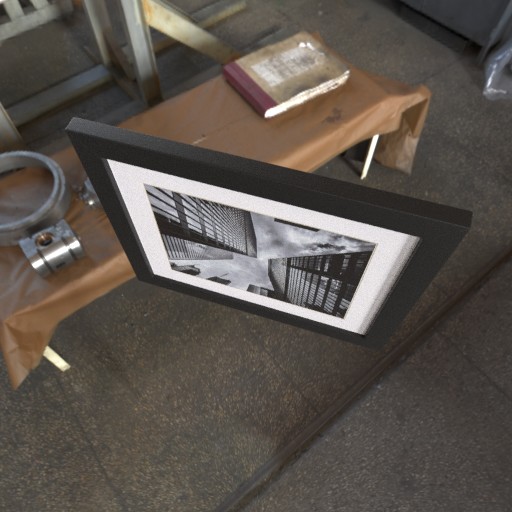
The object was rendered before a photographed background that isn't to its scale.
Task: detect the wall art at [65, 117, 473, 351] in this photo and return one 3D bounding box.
[{"bbox_3d":[0.000,0.000,0.782,0.558,0.457,0.031,15,60,9],"label":"wall art"}]
